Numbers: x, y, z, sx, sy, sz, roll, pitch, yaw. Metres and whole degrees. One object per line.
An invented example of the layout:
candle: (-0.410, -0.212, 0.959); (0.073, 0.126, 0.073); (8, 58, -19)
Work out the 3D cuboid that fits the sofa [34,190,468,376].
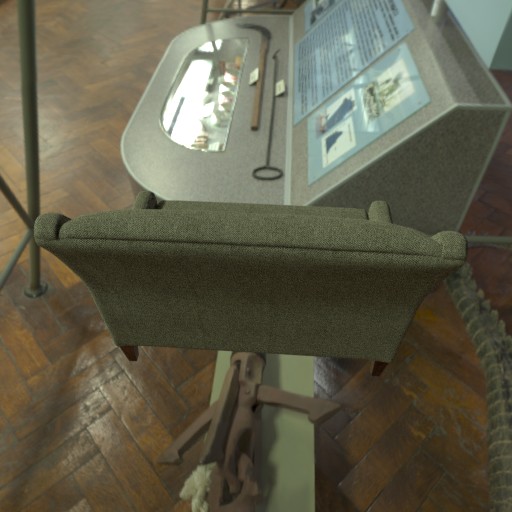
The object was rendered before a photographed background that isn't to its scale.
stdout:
sofa: (0.000, 0.000, 1.860); (1.242, 1.021, 0.870); (3, 46, 3)
